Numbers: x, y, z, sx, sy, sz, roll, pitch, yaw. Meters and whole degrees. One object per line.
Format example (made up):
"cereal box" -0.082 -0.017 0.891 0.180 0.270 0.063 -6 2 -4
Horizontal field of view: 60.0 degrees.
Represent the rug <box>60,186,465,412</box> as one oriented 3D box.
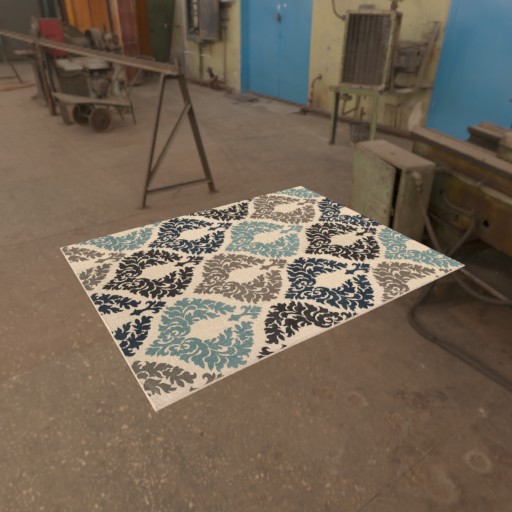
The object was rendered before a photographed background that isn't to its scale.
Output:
"rug" 0.000 0.000 4.229 3.040 0.014 2.423 -18 35 -29
